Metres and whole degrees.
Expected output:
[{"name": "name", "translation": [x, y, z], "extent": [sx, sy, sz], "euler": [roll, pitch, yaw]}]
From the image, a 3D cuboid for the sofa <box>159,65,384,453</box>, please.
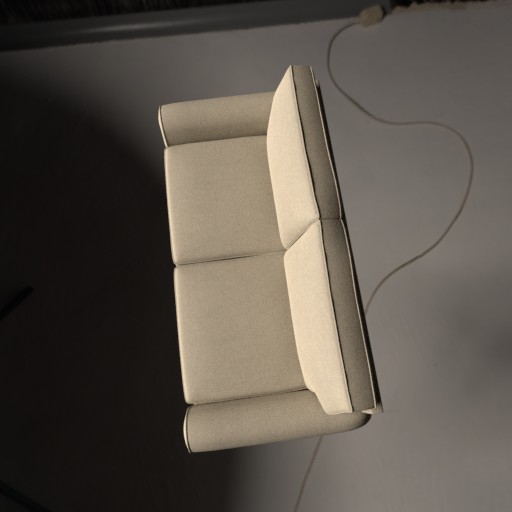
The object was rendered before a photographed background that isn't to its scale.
[{"name": "sofa", "translation": [0.000, 0.000, 2.288], "extent": [0.861, 0.933, 1.774], "euler": [-7, 75, -2]}]
